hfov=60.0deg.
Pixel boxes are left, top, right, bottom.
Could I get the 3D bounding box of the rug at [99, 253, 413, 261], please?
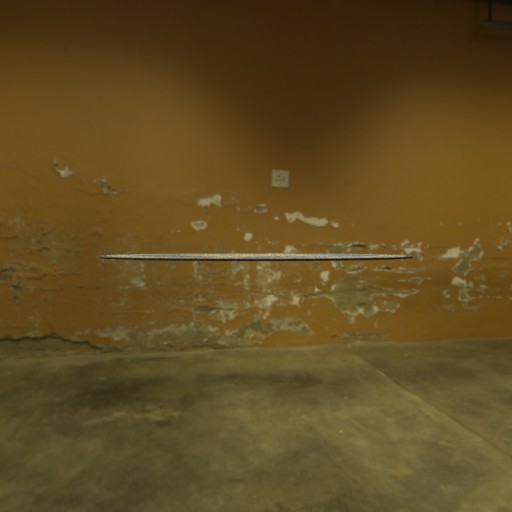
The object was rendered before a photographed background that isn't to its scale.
[{"bbox_3d":[0.000,0.000,2.377,1.591,0.010,1.591,0,1,0],"label":"rug"}]
